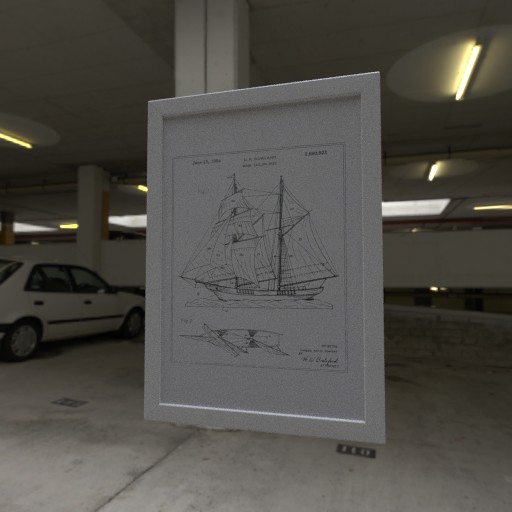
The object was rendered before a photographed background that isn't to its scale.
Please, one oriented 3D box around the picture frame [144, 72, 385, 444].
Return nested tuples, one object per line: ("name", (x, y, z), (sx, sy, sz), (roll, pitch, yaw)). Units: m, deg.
("picture frame", (0.000, 0.000, 0.693), (0.381, 0.534, 0.012), (-1, -3, 17))
